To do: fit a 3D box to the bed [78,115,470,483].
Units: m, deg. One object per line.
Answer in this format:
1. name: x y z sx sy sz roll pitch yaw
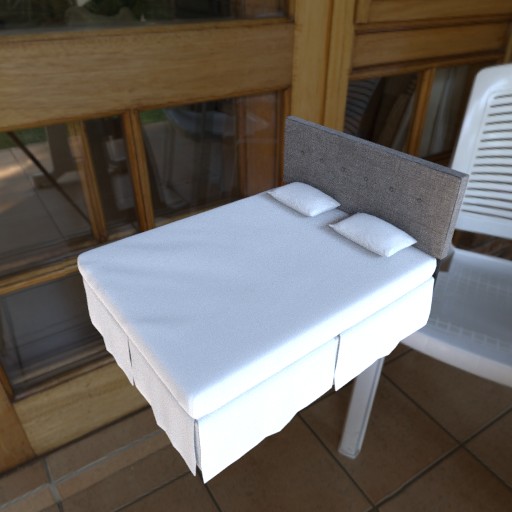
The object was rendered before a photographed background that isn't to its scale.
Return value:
1. bed: 0.000 0.000 2.940 1.958 1.168 1.621 -23 40 -31
